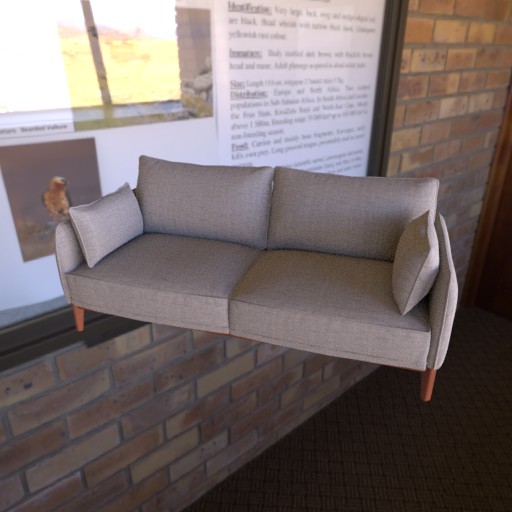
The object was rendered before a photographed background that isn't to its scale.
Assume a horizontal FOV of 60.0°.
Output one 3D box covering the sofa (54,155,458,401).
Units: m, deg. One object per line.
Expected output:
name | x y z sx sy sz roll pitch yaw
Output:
sofa | 0.000 0.000 2.443 1.989 0.851 0.972 7 26 16
